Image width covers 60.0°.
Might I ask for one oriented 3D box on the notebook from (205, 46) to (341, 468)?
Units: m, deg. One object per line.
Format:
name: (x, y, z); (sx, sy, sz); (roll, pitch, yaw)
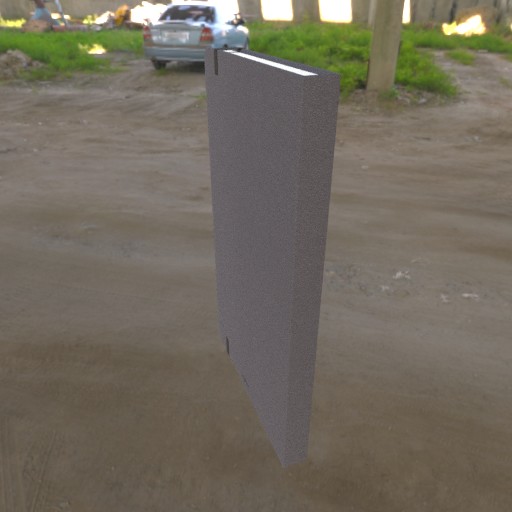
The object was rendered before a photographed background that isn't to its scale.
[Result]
notebook: (0.000, 0.000, 0.257); (0.016, 0.213, 0.127); (-11, 32, -18)
